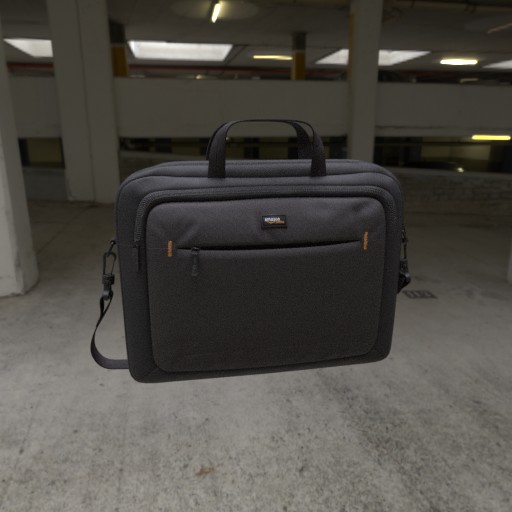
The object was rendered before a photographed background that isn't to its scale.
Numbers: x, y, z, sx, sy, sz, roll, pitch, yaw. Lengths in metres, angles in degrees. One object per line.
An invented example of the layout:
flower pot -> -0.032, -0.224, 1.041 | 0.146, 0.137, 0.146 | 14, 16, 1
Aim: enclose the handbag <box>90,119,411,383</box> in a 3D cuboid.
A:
handbag -> 0.000, 0.000, 0.414 | 0.320, 0.244, 0.089 | -3, 16, -10
